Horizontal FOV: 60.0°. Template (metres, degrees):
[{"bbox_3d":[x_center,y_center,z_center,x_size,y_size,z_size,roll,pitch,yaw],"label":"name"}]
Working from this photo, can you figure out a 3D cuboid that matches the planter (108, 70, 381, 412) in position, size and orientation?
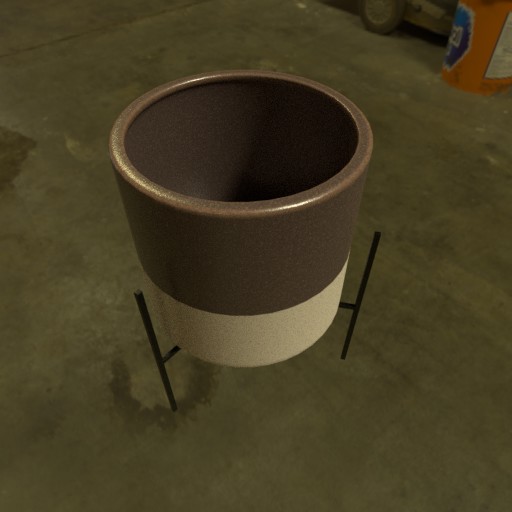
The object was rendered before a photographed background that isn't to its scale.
[{"bbox_3d":[0.000,0.000,0.527,0.260,0.353,0.250,4,47,3],"label":"planter"}]
